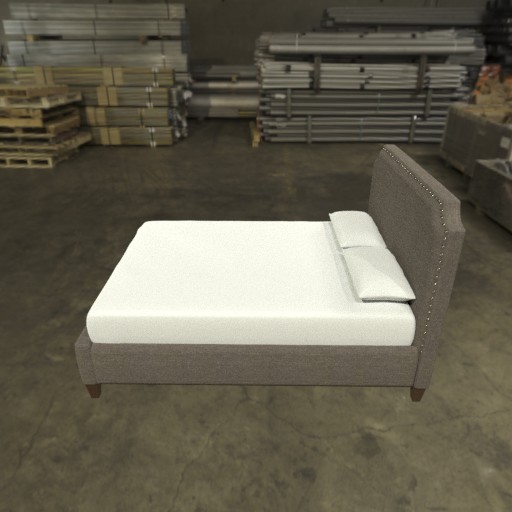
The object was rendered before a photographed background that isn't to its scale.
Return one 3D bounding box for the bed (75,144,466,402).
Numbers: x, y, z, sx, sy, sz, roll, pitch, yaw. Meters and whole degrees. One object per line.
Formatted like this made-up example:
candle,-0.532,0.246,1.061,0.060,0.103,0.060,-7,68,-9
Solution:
bed,0.000,0.000,3.524,2.381,1.457,1.713,0,27,1
